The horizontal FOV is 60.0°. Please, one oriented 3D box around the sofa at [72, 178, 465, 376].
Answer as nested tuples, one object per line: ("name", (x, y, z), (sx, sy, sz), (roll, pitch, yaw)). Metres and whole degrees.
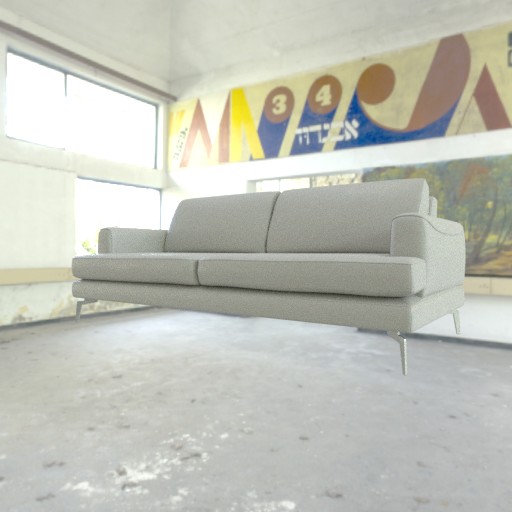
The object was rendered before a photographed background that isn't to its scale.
("sofa", (0.000, 0.000, 2.380), (1.940, 0.765, 0.974), (1, 1, 35))
